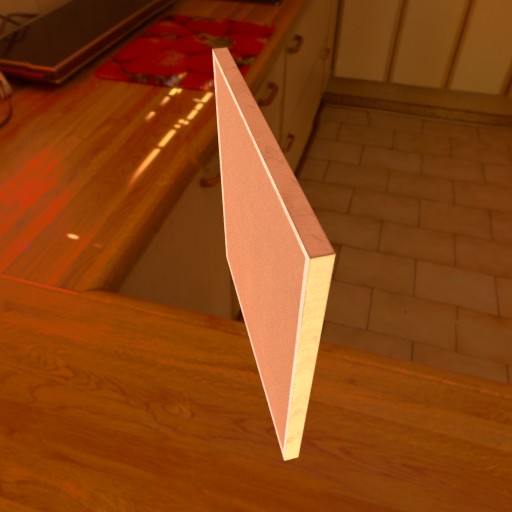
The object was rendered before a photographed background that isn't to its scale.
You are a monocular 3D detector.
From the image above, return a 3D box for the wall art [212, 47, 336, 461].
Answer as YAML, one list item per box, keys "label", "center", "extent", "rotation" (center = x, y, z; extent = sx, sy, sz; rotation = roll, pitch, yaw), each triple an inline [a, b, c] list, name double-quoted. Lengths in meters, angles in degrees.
- label: "wall art"
  center: [0.000, 0.000, 1.140]
  extent: [0.038, 0.757, 0.760]
  rotation: [-10, 47, -10]
